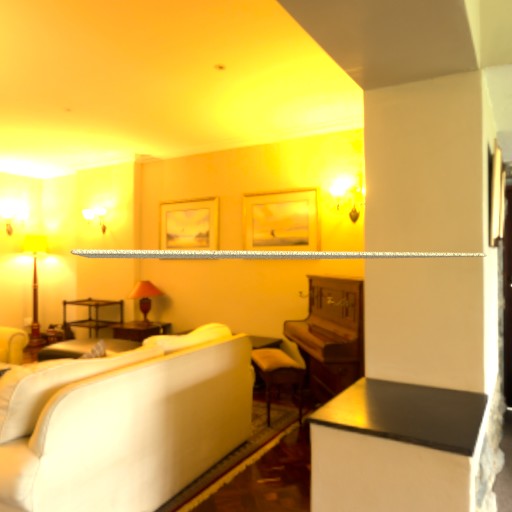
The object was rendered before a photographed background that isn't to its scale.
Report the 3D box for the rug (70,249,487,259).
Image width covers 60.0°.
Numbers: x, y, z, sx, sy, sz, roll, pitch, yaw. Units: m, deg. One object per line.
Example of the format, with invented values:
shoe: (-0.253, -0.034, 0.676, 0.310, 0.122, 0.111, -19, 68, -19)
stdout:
rug: (0.000, 0.000, 4.154, 3.047, 0.029, 2.438, 0, -1, -19)
